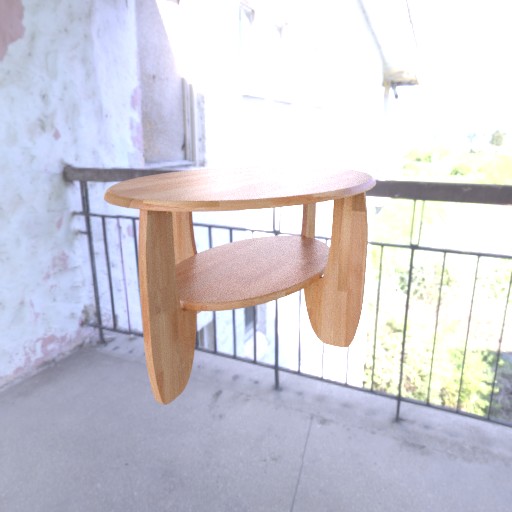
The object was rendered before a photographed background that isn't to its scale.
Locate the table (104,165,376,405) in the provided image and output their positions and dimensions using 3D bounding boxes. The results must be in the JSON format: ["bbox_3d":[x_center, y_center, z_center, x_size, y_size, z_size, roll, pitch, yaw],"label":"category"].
[{"bbox_3d":[0.000,0.000,1.394,0.690,0.490,1.040,8,18,26],"label":"table"}]
